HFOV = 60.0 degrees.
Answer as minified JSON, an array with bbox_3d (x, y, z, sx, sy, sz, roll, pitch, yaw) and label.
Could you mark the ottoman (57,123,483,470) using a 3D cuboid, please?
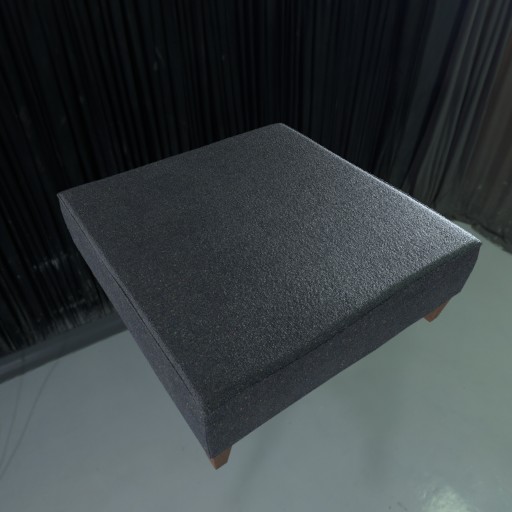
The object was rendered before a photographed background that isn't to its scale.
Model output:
[{"bbox_3d":[0.000,0.000,1.517,0.968,0.382,1.004,-25,47,-26],"label":"ottoman"}]
